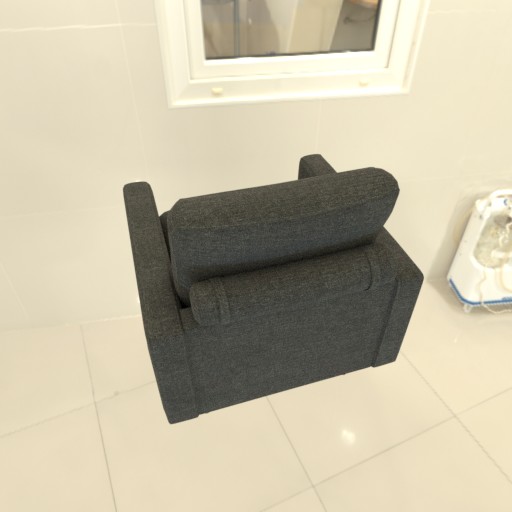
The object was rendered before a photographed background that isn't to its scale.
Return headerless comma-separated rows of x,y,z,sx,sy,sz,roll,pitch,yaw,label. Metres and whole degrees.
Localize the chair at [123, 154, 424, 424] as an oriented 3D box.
0.000,0.000,1.568,0.821,0.880,0.843,-12,43,-13,chair
